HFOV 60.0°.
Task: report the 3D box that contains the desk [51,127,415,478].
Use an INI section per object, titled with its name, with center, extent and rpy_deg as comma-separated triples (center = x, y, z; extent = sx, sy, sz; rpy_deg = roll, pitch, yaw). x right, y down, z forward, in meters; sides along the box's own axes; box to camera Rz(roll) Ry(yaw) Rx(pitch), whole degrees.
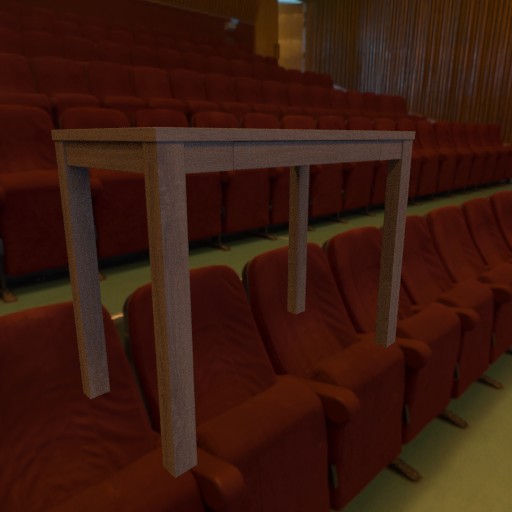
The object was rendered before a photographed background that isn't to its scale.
[desk]
center = 0.000, 0.000, 1.403
extent = 0.991, 0.762, 0.495
rpy_deg = -14, 21, -42
